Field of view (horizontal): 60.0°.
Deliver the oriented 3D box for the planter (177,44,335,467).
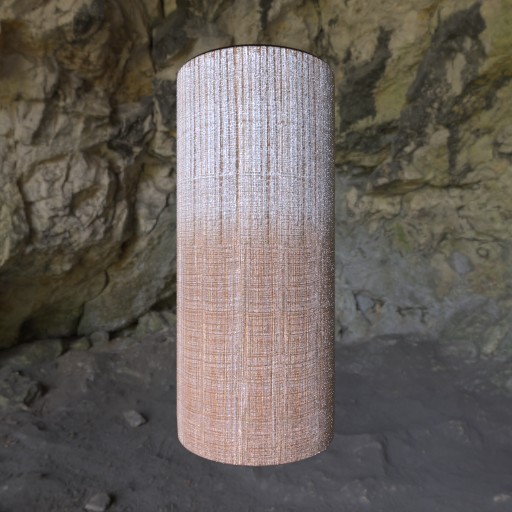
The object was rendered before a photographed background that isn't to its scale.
[{"bbox_3d":[0.000,0.000,0.285,0.100,0.227,0.100,0,0,-1],"label":"planter"}]
